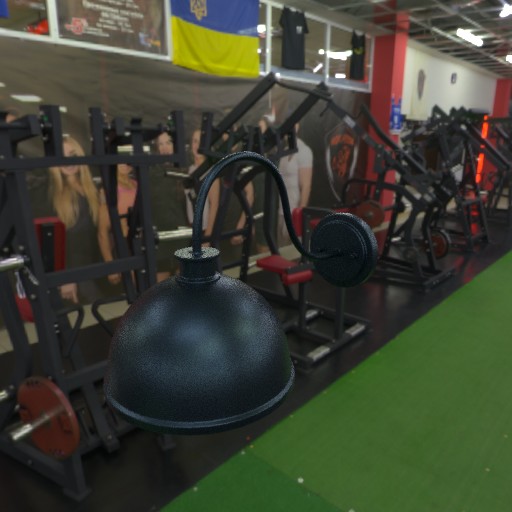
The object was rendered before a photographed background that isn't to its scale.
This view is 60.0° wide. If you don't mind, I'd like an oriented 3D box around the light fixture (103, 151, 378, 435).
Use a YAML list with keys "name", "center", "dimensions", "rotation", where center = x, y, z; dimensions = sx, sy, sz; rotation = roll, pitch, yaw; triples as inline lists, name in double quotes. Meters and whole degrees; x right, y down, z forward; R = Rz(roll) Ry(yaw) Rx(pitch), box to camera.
- name: "light fixture"
  center: [0.000, 0.000, 0.639]
  dimensions: [0.253, 0.295, 0.467]
  rotation: [14, 21, 42]
